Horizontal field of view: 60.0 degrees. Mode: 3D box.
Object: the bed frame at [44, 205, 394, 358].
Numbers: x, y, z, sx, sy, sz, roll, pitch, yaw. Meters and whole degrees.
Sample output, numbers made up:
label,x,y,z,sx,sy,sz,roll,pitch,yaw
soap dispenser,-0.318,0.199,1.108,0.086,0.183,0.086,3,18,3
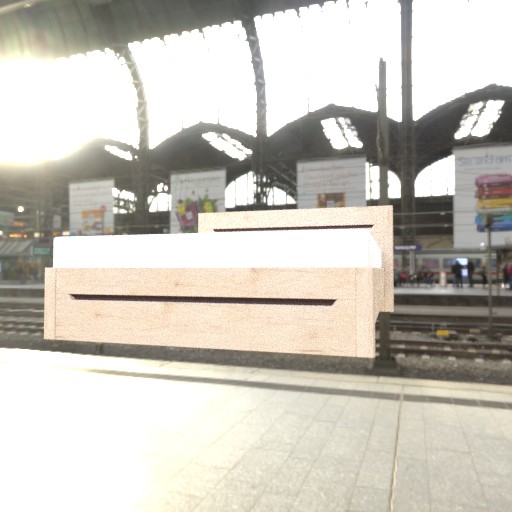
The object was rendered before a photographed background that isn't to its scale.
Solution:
label,x,y,z,sx,sy,sz,roll,pitch,yaw
bed frame,0.000,0.000,3.042,1.800,0.900,2.080,-1,-2,17
